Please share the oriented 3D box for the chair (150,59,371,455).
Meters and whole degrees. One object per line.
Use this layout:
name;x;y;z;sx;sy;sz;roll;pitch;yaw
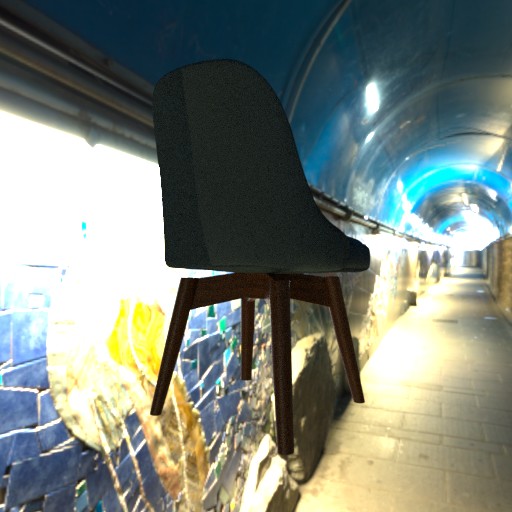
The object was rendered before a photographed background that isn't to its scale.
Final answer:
chair;0.000;0.000;1.266;0.503;0.882;0.589;0;0;35
